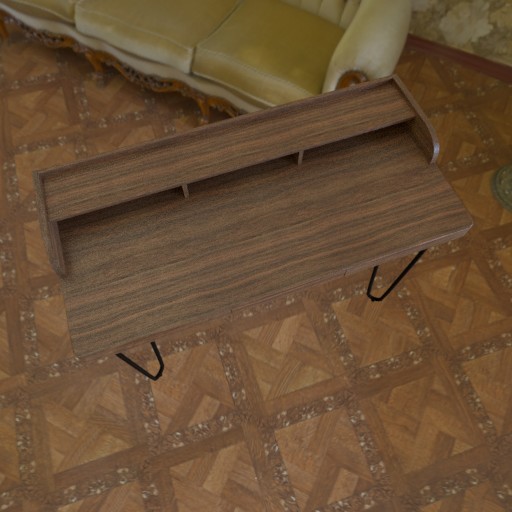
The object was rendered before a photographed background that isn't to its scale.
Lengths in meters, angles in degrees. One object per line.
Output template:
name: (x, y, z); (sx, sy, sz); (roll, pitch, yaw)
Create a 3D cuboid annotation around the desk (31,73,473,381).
desk: (0.000, 0.000, 1.650); (1.200, 0.854, 0.565); (-18, 65, -9)
